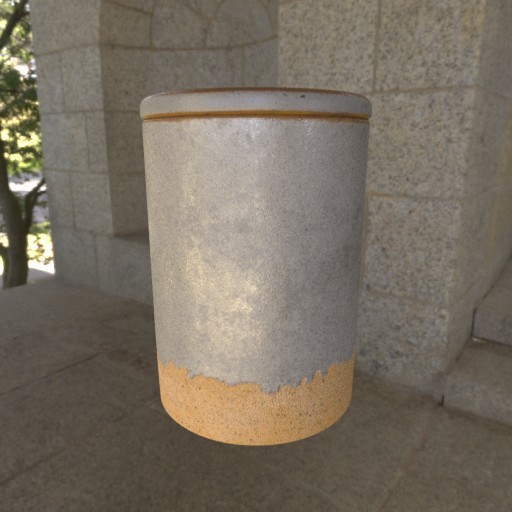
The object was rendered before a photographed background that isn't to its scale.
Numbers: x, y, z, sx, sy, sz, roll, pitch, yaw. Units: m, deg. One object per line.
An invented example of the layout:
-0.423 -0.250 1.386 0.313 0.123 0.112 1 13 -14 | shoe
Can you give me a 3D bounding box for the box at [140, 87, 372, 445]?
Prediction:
0.000 0.000 0.251 0.118 0.168 0.118 0 14 0 | box
